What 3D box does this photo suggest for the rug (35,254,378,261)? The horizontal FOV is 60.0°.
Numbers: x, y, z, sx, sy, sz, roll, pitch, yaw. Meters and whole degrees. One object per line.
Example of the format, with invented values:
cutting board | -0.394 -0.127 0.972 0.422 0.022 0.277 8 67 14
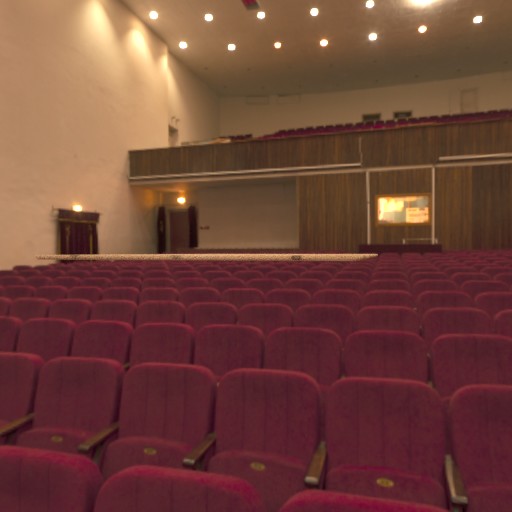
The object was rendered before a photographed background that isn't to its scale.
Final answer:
rug | 0.000 0.000 3.527 1.801 0.026 2.701 0 0 17
